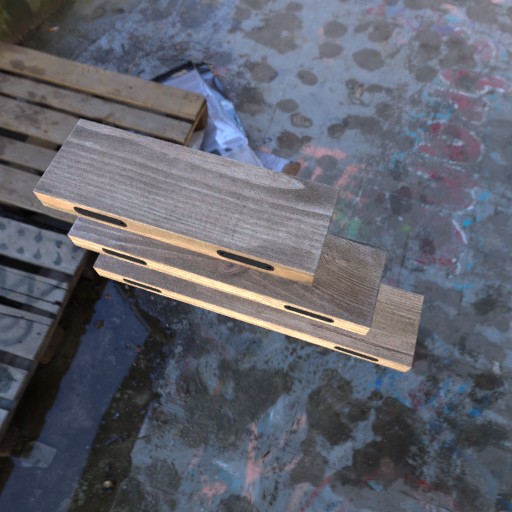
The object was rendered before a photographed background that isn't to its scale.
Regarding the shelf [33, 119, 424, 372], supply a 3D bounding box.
[{"bbox_3d":[0.000,0.000,0.735,0.610,0.293,0.140,17,65,8],"label":"shelf"}]
